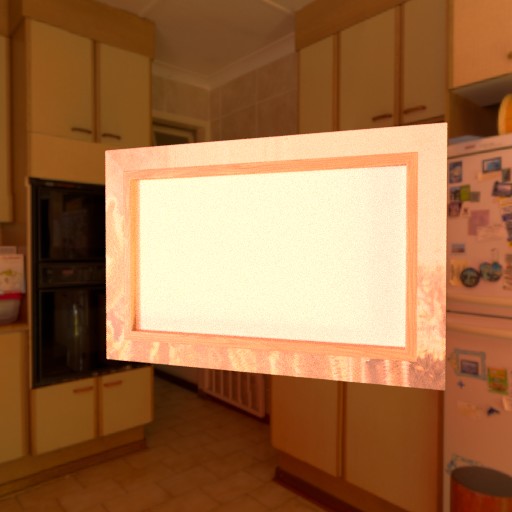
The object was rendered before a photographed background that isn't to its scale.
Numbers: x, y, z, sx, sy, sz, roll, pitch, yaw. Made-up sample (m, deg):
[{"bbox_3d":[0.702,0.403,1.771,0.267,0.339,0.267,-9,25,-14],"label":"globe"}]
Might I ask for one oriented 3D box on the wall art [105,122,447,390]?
[{"bbox_3d":[0.000,0.000,1.931,1.525,1.012,0.038,0,1,18],"label":"wall art"}]
